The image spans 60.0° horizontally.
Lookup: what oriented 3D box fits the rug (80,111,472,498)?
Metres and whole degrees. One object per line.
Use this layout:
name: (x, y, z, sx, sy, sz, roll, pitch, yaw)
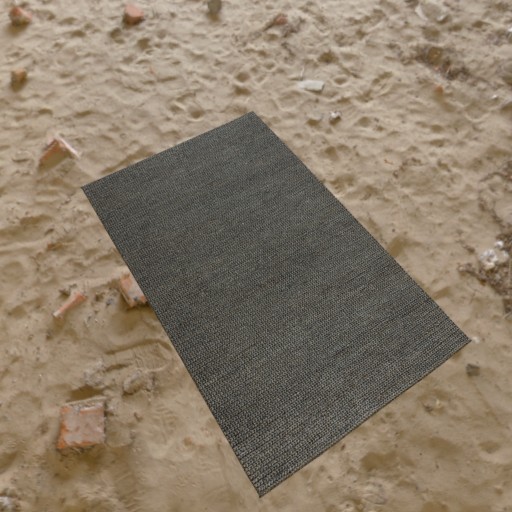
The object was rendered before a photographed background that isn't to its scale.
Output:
rug: (0.000, 0.000, 2.987, 1.538, 0.021, 2.443, -29, 63, -17)
